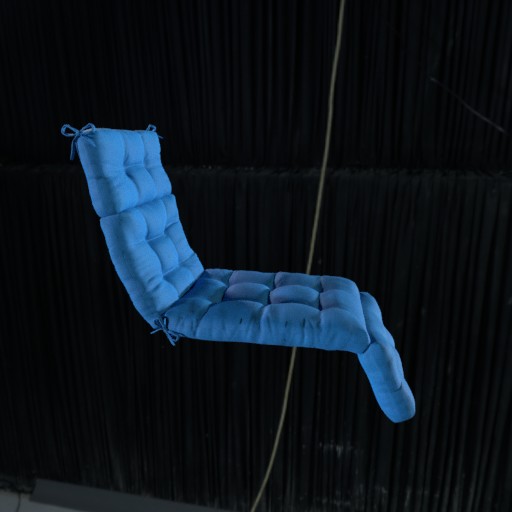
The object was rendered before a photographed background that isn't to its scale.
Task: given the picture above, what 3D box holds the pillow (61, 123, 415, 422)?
[{"bbox_3d":[0.000,0.000,1.488,1.016,0.863,0.526,2,15,8],"label":"pillow"}]
